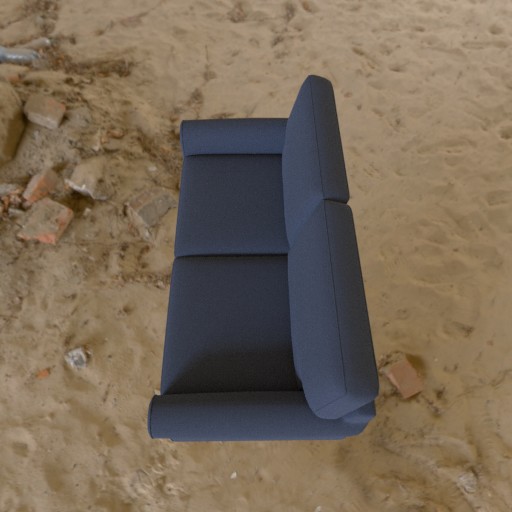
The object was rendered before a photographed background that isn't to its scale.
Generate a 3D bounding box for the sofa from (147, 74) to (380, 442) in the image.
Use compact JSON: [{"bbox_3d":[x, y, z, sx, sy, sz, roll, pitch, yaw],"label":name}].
[{"bbox_3d":[0.000,0.000,2.458,0.940,1.020,1.930,-1,58,0],"label":"sofa"}]
